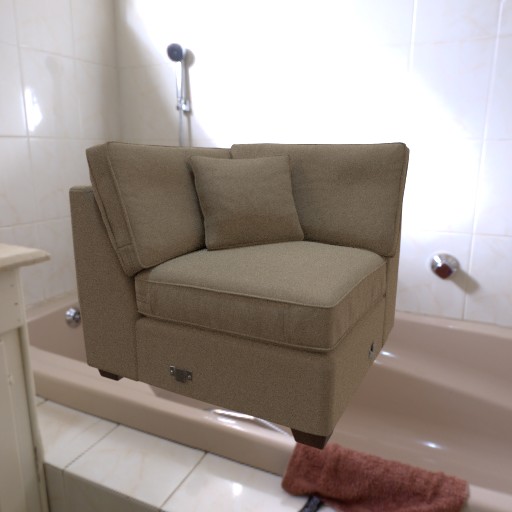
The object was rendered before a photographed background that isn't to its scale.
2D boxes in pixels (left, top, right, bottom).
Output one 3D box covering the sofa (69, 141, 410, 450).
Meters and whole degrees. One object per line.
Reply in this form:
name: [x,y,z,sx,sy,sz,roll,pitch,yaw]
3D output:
sofa: [0.000,0.000,1.993,1.146,1.002,1.084,7,15,27]
